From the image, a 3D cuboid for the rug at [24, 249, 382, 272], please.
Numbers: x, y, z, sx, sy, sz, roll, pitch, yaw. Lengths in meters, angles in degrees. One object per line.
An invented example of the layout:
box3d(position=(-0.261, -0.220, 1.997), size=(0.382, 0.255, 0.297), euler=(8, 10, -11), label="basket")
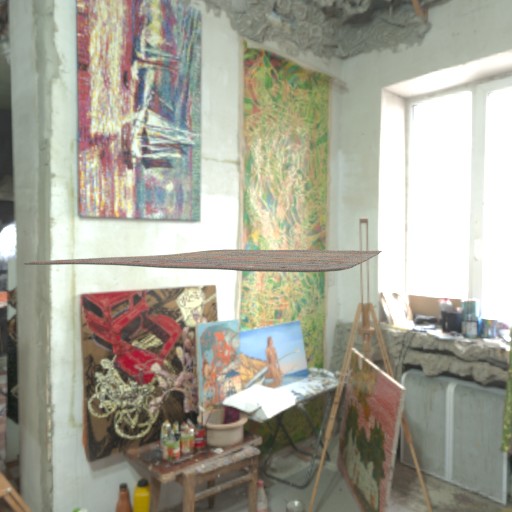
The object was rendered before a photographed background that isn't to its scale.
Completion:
box3d(position=(0.000, 0.000, 3.039), size=(1.537, 0.029, 2.439), euler=(1, 2, 19), label="rug")
